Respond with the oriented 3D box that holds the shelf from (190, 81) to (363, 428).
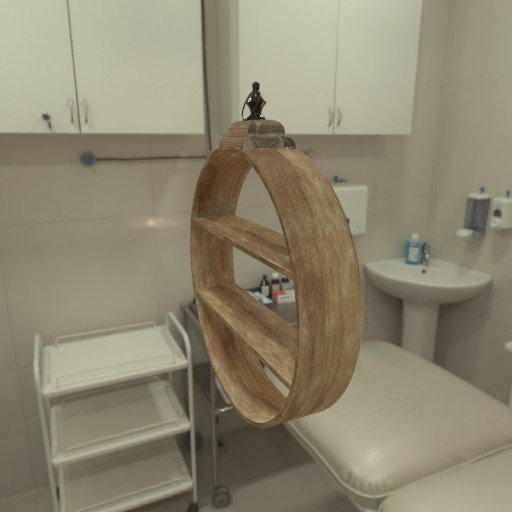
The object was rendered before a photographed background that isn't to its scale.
[{"bbox_3d":[0.000,0.000,0.985,0.125,0.725,0.601,-7,17,-24],"label":"shelf"}]
